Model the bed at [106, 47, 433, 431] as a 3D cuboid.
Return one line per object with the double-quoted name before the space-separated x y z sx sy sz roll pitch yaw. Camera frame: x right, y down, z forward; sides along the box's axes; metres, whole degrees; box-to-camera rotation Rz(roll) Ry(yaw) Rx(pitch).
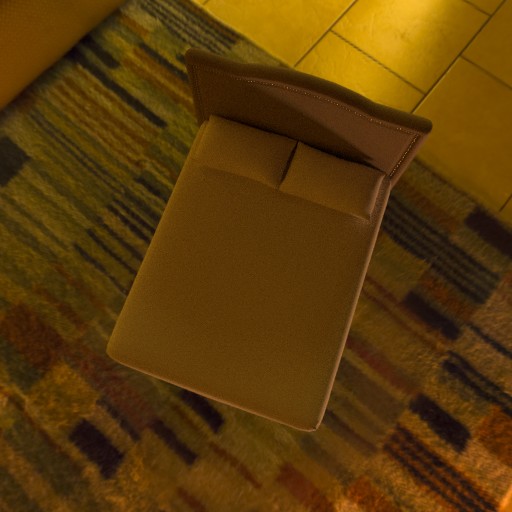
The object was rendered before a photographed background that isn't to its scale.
"bed" 0.000 0.000 3.237 1.744 1.441 2.128 19 76 5
